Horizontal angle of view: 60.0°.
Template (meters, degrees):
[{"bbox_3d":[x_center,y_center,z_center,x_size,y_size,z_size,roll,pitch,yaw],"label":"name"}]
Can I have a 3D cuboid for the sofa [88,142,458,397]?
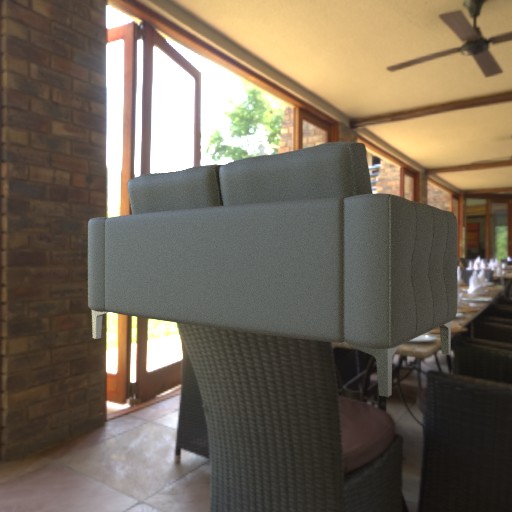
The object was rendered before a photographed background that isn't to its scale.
[{"bbox_3d":[0.000,0.000,2.212,1.726,0.893,0.833,0,0,37],"label":"sofa"}]
